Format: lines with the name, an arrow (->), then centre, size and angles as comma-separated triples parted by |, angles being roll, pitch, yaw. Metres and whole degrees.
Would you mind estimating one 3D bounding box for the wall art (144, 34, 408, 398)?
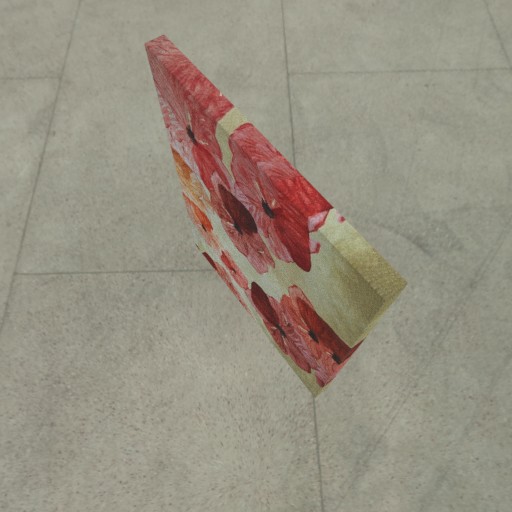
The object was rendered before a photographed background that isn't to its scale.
wall art -> 0.000, 0.000, 0.682 | 0.028, 0.508, 0.406 | -34, 68, -16
